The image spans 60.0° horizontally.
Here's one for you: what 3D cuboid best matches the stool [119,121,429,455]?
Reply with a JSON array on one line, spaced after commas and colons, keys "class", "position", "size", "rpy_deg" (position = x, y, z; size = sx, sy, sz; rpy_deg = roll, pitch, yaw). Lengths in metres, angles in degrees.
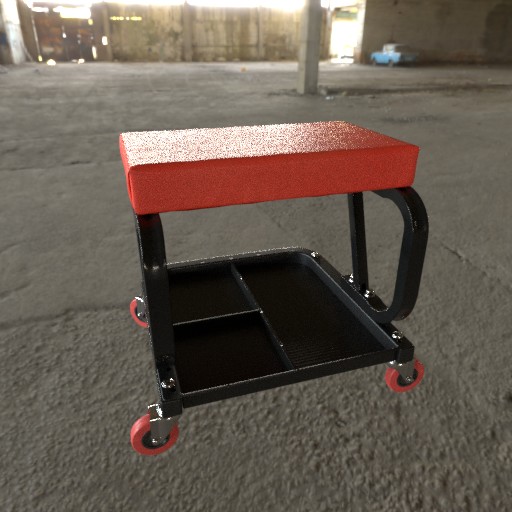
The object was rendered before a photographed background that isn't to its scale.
[{"class": "stool", "position": [0.000, 0.000, 0.709], "size": [0.446, 0.380, 0.371], "rpy_deg": [-8, 27, -16]}]
